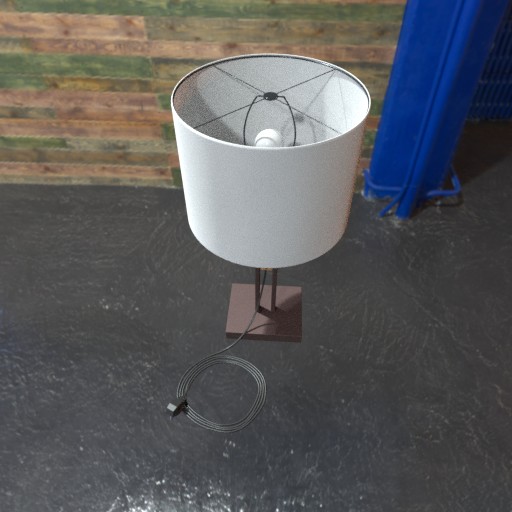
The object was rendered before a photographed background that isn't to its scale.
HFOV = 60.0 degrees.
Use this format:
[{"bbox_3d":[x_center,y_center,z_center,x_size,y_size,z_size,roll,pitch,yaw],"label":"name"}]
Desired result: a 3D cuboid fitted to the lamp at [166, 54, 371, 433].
[{"bbox_3d":[0.000,0.000,0.979,0.396,0.668,0.525,3,46,3],"label":"lamp"}]
